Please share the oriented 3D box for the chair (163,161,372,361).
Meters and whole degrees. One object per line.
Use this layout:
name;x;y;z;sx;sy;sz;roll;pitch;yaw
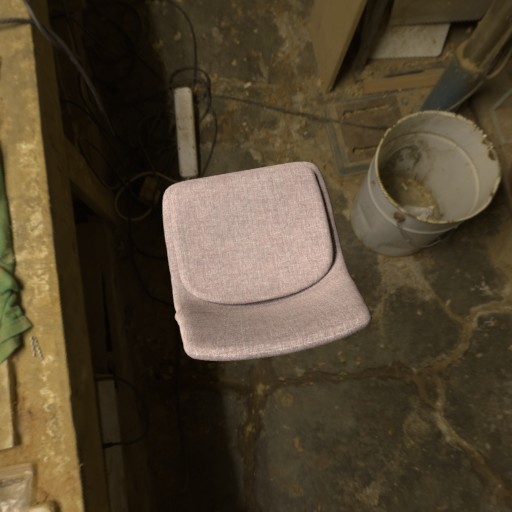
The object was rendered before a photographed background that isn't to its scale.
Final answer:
chair;0.000;0.000;1.169;0.479;0.858;0.518;-10;77;-2
